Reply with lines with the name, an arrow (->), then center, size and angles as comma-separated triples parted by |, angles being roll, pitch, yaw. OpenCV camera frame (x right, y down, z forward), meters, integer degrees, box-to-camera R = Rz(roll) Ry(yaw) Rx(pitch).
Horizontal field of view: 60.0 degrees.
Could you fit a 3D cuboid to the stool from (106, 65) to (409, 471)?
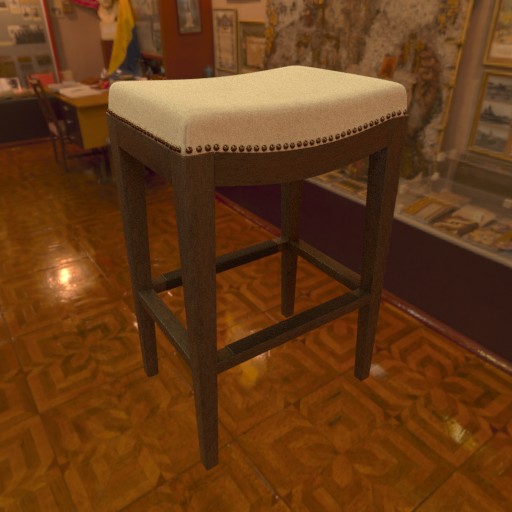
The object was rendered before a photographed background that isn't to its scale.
stool -> 0.000, 0.000, 1.022 | 0.498, 0.759, 0.358 | -19, 35, -29
